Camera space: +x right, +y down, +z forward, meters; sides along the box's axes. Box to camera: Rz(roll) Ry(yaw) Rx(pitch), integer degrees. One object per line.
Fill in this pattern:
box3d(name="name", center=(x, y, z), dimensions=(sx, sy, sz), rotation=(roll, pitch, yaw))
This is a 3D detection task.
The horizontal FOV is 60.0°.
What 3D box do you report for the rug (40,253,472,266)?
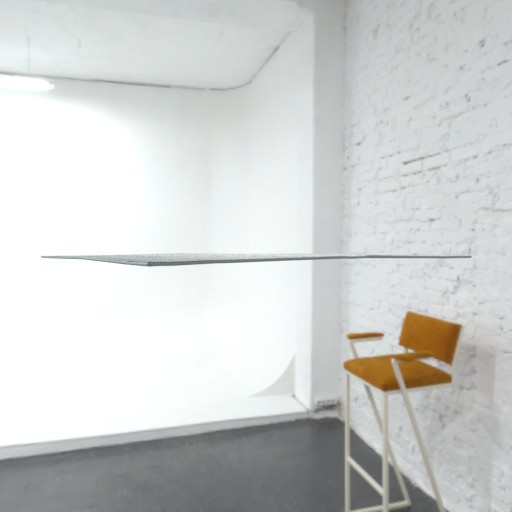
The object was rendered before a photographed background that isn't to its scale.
box3d(name="rug", center=(0.000, 0.000, 4.158), dimensions=(3.237, 0.046, 2.461), rotation=(-1, 1, -37))
